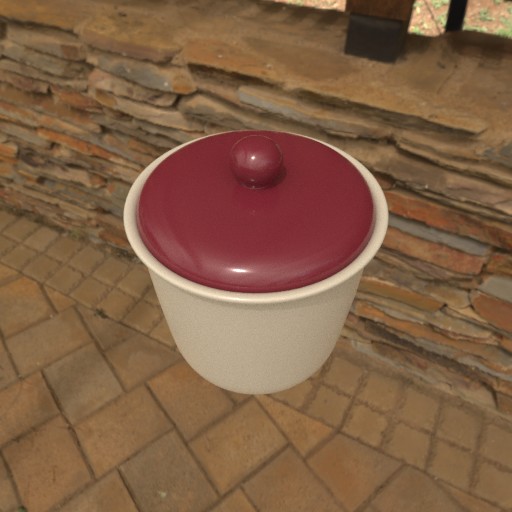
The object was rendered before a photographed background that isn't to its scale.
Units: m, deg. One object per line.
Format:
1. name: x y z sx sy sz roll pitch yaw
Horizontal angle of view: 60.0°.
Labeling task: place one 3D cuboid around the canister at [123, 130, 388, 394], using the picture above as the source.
1. canister: 0.000 0.000 0.352 0.182 0.208 0.182 0 46 0
